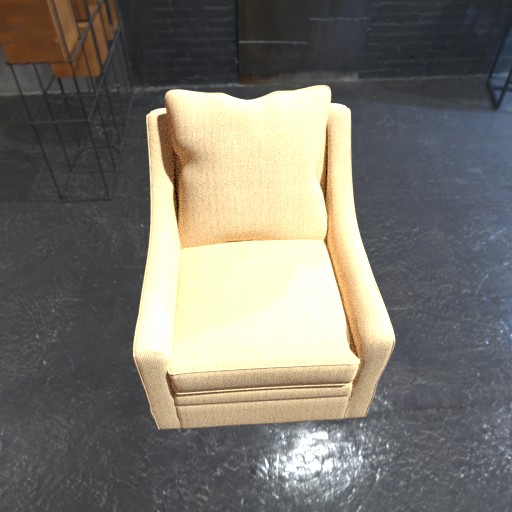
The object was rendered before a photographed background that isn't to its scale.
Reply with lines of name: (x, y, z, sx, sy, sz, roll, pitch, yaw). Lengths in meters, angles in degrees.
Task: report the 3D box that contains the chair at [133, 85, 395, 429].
chair: (0.000, 0.000, 1.594, 0.760, 0.927, 0.876, -2, 45, -3)
